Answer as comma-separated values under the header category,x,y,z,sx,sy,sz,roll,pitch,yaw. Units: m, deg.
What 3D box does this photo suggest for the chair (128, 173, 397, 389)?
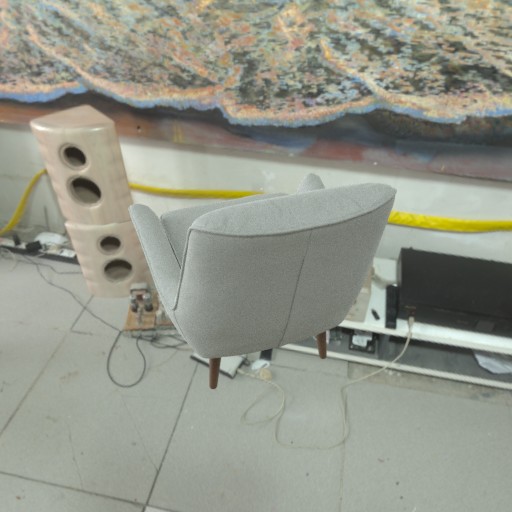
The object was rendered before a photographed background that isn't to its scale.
category,x,y,z,sx,sy,sz,roll,pitch,yaw
chair,0.000,0.000,1.533,0.787,0.888,0.822,-12,42,-13
